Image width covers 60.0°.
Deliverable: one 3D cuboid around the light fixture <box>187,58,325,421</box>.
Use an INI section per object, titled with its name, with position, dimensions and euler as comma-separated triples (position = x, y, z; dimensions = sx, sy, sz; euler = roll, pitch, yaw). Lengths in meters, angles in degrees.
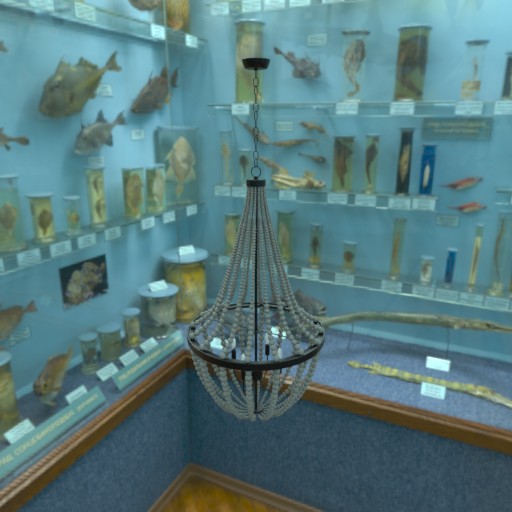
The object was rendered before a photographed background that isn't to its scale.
[light fixture]
position = 0.000, 0.000, 1.388
dimensions = 0.450, 1.133, 0.450
euler = 0, 17, 0
